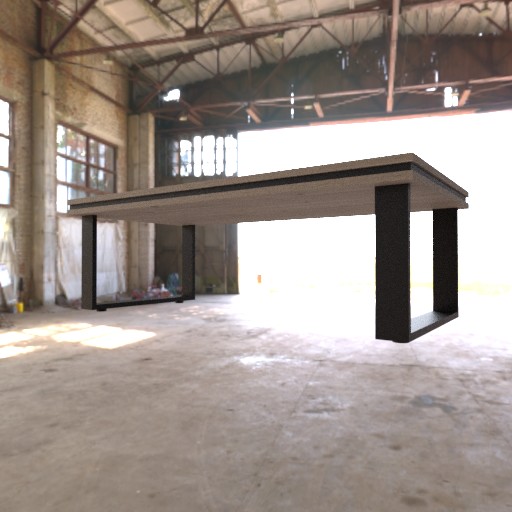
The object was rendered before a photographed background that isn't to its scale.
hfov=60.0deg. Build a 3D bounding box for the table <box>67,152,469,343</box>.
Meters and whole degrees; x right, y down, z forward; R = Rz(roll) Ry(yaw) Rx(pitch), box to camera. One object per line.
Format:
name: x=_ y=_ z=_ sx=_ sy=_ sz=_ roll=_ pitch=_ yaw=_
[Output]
table: x=0.000 y=0.000 z=1.665 sx=1.350 sy=0.450 sz=0.700 roll=-1 pitch=-1 yaw=35
